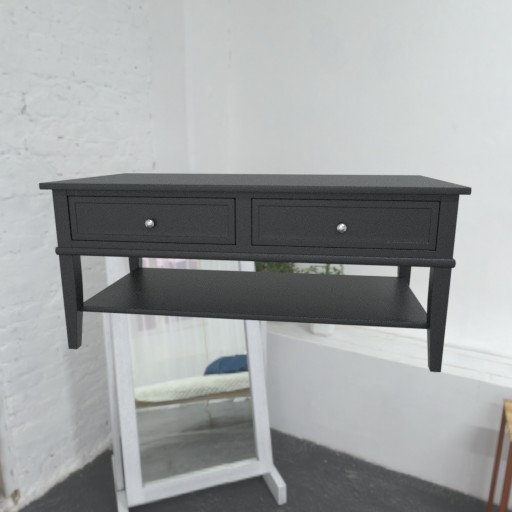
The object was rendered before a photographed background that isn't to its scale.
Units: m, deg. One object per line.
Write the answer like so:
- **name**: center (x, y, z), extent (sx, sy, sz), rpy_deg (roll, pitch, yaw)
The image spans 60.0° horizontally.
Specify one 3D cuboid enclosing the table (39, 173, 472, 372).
- **table**: center (0.000, 0.000, 1.363), extent (1.044, 0.470, 0.523), rpy_deg (2, 13, 8)
